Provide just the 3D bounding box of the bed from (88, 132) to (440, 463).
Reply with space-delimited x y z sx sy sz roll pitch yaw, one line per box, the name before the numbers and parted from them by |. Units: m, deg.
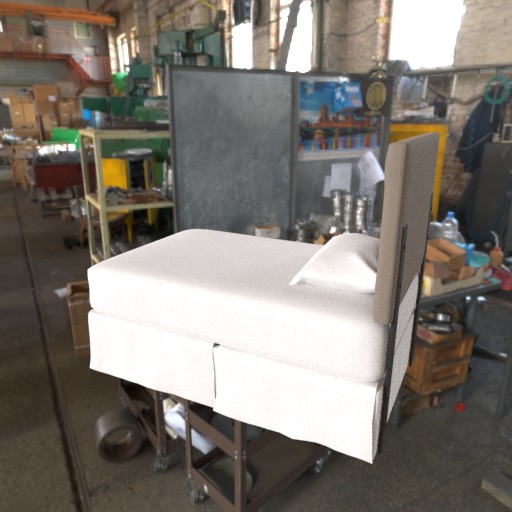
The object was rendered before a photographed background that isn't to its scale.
bed | 0.000 0.000 2.917 1.997 1.571 1.261 9 20 26
